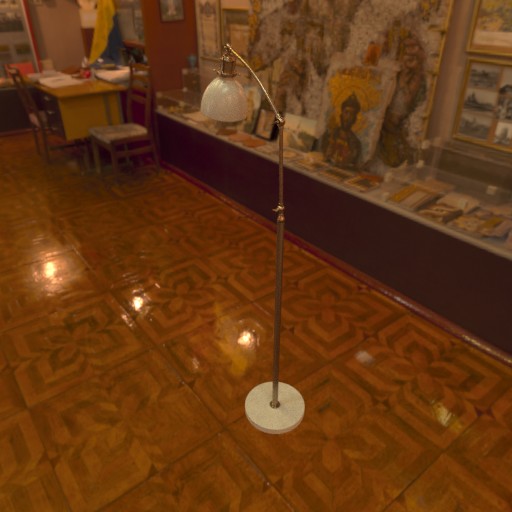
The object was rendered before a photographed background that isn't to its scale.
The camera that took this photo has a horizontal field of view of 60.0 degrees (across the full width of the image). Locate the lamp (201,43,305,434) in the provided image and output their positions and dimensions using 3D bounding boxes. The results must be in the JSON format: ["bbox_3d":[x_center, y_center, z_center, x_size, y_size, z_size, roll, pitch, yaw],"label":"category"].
[{"bbox_3d":[0.000,0.000,1.854,0.288,1.586,0.599,-21,37,-30],"label":"lamp"}]
